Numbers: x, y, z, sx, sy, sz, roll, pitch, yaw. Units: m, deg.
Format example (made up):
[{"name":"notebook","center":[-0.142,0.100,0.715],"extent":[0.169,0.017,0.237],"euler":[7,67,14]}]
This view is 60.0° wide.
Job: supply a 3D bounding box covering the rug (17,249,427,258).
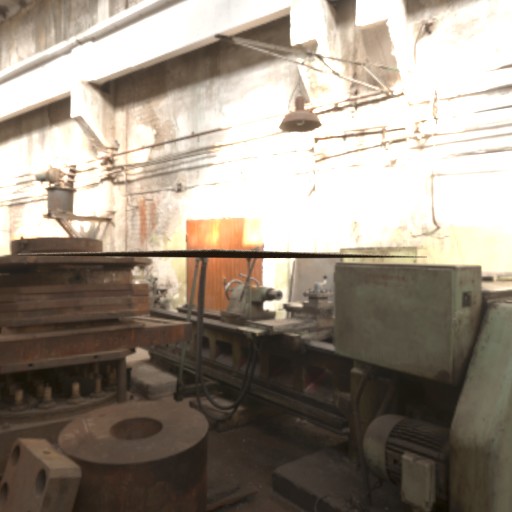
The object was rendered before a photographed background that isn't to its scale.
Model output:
[{"name":"rug","center":[0.000,0.000,2.995],"extent":[1.546,0.010,2.442],"euler":[-1,-1,38]}]
